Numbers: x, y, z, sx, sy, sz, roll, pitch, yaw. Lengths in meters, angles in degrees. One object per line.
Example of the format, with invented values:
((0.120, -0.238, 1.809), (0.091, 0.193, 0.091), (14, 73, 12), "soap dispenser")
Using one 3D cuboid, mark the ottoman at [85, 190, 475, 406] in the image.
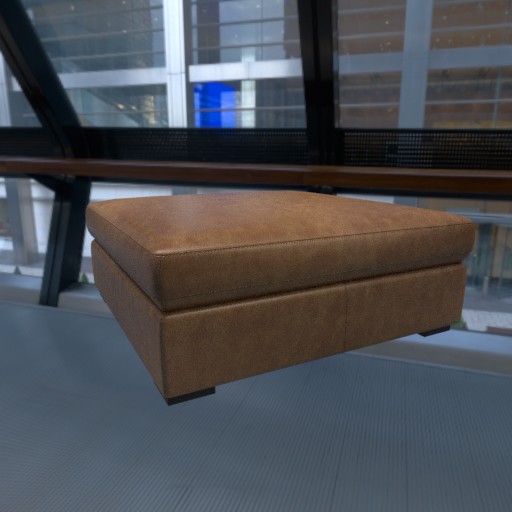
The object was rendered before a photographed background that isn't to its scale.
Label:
((0.000, 0.000, 1.840), (1.169, 0.483, 1.168), (-7, 15, -27), "ottoman")
